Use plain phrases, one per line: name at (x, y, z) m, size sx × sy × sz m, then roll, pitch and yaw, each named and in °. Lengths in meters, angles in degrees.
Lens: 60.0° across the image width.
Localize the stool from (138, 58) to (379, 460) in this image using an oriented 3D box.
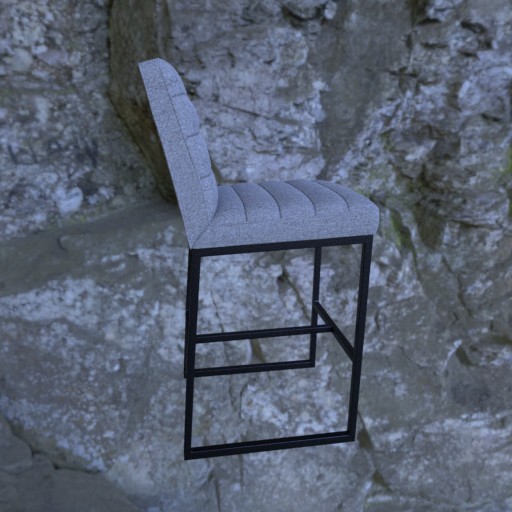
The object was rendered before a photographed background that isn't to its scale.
stool at (0.000, 0.000, 1.320) m, size 0.571 × 1.034 × 0.459 m, roll -3°, pitch 17°, yaw -9°
